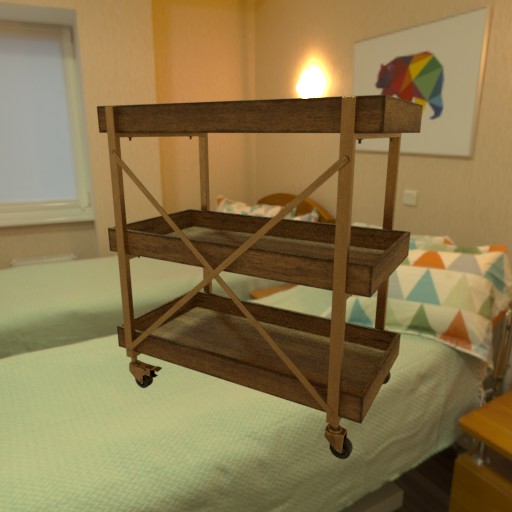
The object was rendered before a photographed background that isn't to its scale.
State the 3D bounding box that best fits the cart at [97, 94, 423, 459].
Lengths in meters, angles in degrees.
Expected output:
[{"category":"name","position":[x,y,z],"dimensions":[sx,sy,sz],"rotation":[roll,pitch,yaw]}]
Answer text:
[{"category":"cart","position":[0.000,0.000,1.241],"dimensions":[0.750,0.799,0.416],"rotation":[9,18,29]}]
